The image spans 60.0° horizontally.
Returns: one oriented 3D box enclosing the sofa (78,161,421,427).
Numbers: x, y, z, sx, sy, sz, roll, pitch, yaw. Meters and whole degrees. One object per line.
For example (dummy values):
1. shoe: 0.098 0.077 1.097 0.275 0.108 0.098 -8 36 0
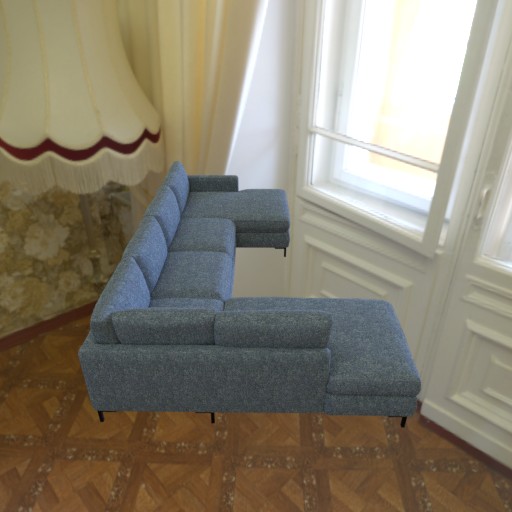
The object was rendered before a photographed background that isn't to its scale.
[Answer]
1. sofa: 0.000 0.000 3.583 1.879 0.756 2.737 0 31 1
